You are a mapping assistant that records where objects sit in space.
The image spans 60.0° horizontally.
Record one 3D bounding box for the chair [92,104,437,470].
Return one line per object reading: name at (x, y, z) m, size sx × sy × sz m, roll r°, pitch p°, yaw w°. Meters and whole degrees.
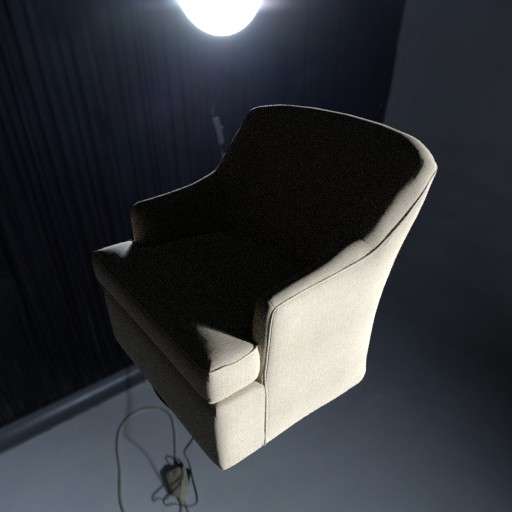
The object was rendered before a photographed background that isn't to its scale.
chair at (0.000, 0.000, 1.563) m, size 0.923 × 0.856 × 0.864 m, roll -22°, pitch 37°, yaw -32°
